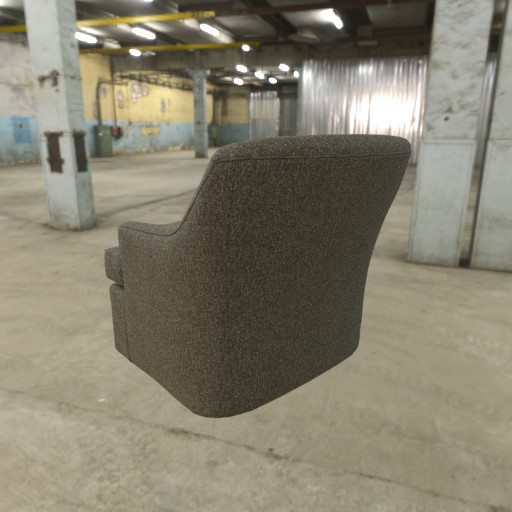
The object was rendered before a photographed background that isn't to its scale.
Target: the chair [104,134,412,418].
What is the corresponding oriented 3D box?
[{"bbox_3d":[0.000,0.000,1.615,0.864,0.856,0.923,-14,20,-41],"label":"chair"}]
